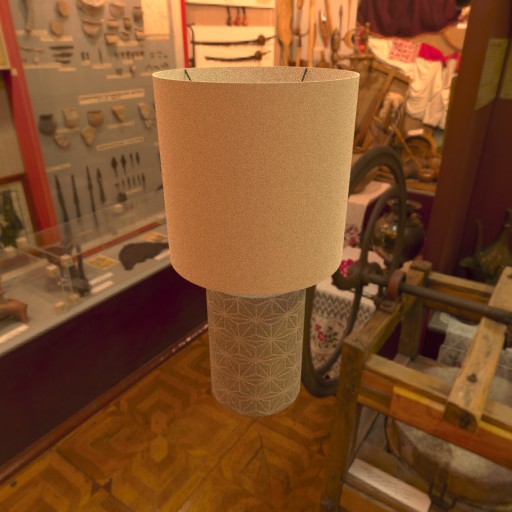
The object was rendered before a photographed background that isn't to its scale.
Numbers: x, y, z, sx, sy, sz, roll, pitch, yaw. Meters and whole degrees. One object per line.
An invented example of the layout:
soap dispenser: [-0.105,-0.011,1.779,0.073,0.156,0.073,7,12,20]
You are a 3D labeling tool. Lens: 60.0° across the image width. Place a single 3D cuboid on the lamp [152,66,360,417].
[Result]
lamp: [0.000,0.000,0.543,0.206,0.416,0.206,18,32,32]
